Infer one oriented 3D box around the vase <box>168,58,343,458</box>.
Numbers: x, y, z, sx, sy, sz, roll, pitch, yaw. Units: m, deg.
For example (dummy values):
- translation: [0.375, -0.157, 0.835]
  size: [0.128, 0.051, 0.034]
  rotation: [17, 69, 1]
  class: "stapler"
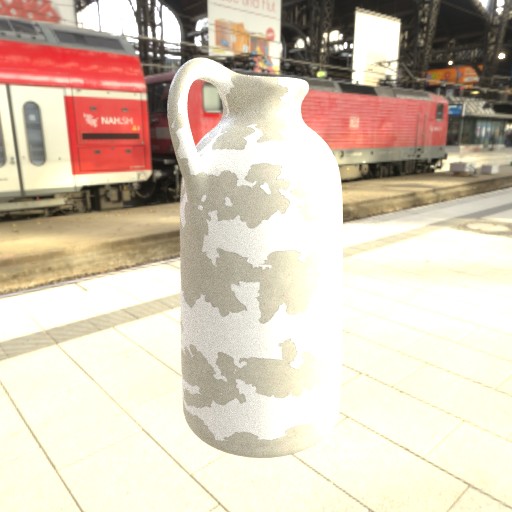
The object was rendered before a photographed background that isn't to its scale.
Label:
- translation: [0.000, 0.000, 0.479]
  size: [0.203, 0.382, 0.186]
  rotation: [-14, 21, -42]
  class: "vase"
